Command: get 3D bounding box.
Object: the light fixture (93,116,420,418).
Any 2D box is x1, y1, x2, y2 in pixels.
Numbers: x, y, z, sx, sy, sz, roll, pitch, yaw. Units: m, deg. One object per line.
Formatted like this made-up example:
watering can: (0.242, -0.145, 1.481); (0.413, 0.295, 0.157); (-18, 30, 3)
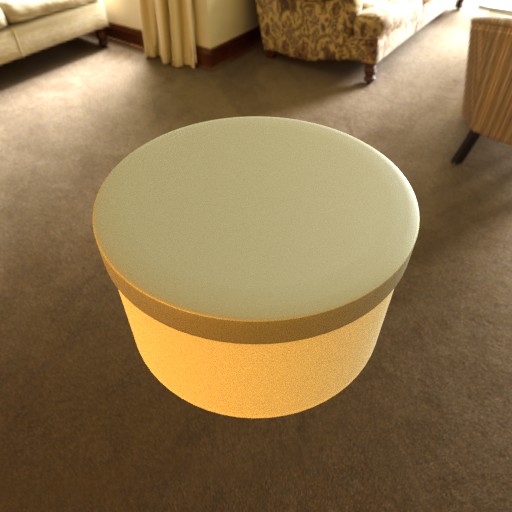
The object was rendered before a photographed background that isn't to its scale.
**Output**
light fixture: (0.000, 0.000, 0.629); (0.393, 0.229, 0.393); (0, 45, 0)
